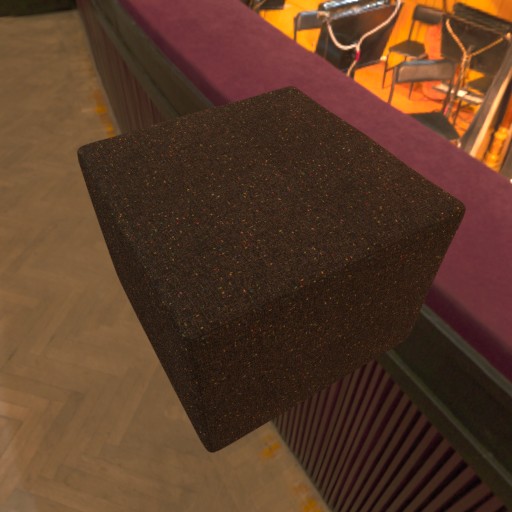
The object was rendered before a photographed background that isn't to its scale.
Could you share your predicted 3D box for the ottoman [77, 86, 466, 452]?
[{"bbox_3d":[0.000,0.000,0.903,0.508,0.432,0.508,-23,51,-21],"label":"ottoman"}]
